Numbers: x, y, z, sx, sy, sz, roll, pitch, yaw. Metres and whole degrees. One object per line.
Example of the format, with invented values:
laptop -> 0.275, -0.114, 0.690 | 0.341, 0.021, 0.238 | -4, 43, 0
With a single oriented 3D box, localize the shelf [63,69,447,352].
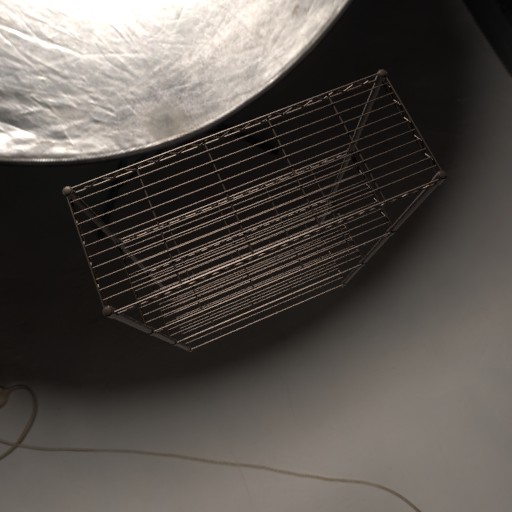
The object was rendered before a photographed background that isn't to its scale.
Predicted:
shelf -> 0.000, 0.000, 1.764 | 0.907, 1.361, 0.352 | -22, 75, -6
